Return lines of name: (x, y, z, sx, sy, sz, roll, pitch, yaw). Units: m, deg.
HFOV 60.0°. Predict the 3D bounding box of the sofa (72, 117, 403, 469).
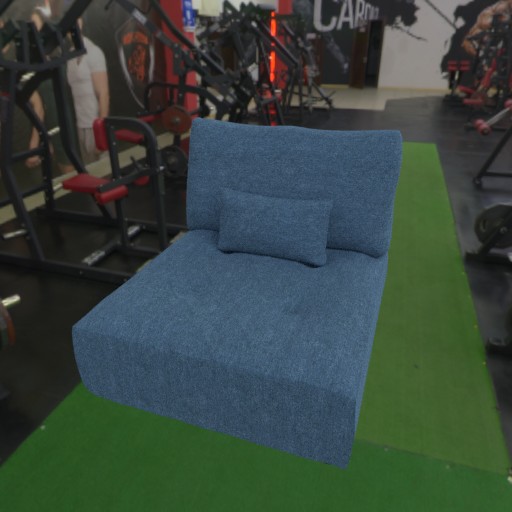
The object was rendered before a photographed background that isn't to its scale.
sofa: (0.000, 0.000, 1.661, 0.930, 0.820, 1.000, 9, 28, 17)
